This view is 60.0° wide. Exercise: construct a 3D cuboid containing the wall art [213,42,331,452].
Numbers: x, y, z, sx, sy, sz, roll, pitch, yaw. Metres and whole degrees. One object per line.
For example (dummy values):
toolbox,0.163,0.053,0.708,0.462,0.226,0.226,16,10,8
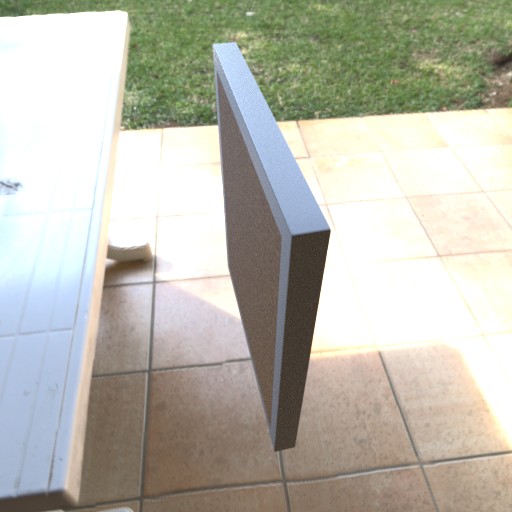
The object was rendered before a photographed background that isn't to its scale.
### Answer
wall art,0.000,0.000,0.541,0.028,0.381,0.331,-9,47,-9
